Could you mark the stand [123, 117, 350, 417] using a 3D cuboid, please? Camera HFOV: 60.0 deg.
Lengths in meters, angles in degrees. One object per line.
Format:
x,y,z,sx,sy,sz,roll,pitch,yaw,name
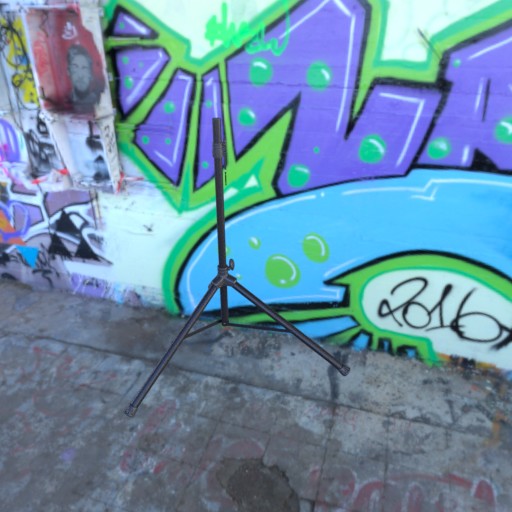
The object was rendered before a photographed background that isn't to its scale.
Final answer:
0.000,0.000,1.904,0.907,1.136,1.045,8,30,15,stand
